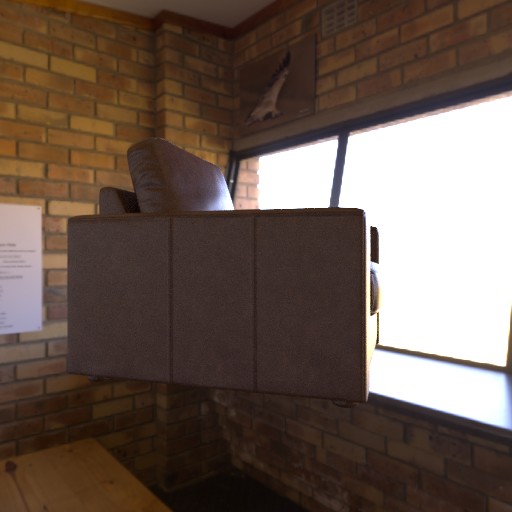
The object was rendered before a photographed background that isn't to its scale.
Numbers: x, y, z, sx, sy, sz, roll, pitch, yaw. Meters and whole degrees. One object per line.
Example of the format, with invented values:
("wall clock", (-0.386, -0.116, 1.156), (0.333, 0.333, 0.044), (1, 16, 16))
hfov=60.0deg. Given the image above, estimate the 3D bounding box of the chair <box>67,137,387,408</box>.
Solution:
("chair", (0.000, 0.000, 1.799), (1.016, 0.873, 1.005), (0, 0, 18))
